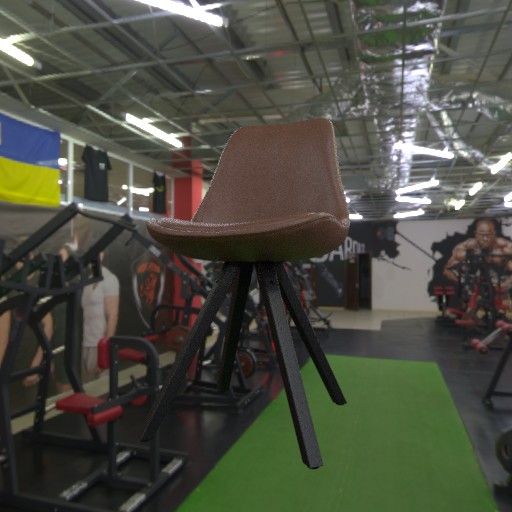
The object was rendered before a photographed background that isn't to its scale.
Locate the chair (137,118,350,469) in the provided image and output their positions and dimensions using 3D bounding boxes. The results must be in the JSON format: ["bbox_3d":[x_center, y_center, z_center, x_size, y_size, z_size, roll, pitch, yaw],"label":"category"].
[{"bbox_3d":[0.000,0.000,1.157,0.475,0.850,0.550,0,-1,20],"label":"chair"}]
